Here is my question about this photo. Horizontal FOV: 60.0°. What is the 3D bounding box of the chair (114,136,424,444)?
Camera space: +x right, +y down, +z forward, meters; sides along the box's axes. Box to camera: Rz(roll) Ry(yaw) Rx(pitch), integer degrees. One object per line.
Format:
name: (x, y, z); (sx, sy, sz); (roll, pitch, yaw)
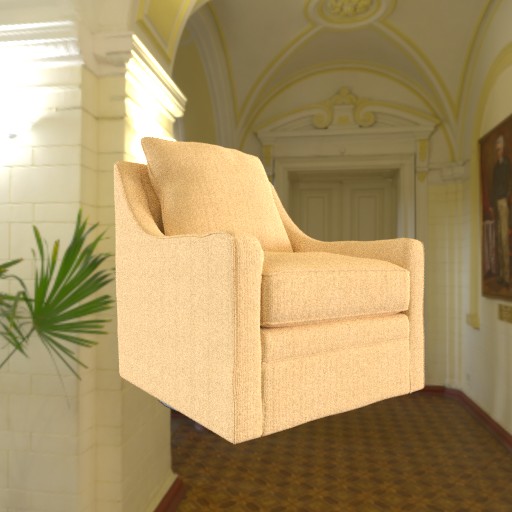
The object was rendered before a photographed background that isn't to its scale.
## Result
chair: (0.000, 0.000, 1.574); (0.760, 0.927, 0.876); (1, -1, -37)
